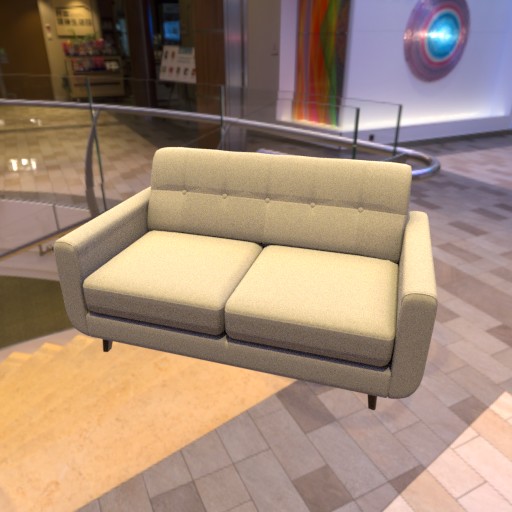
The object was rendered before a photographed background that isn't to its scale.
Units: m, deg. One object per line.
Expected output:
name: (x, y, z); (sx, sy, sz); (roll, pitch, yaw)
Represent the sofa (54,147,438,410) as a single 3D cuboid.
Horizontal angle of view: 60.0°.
sofa: (0.000, 0.000, 2.262); (1.655, 0.892, 0.980); (8, 27, 15)
